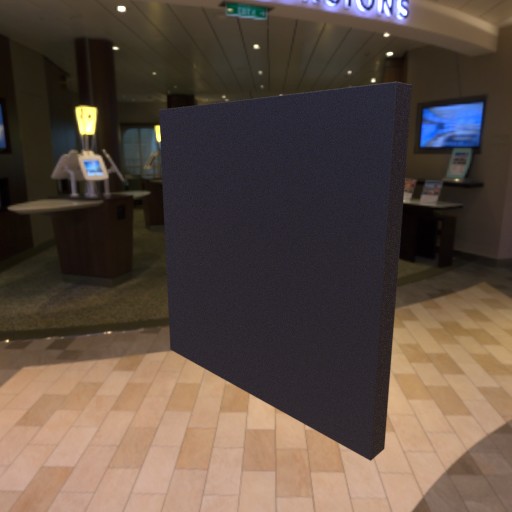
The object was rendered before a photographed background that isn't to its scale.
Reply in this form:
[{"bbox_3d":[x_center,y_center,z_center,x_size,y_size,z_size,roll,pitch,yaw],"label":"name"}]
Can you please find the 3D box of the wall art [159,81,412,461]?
[{"bbox_3d":[0.000,0.000,0.761,0.038,0.507,0.507,-13,18,-43],"label":"wall art"}]
